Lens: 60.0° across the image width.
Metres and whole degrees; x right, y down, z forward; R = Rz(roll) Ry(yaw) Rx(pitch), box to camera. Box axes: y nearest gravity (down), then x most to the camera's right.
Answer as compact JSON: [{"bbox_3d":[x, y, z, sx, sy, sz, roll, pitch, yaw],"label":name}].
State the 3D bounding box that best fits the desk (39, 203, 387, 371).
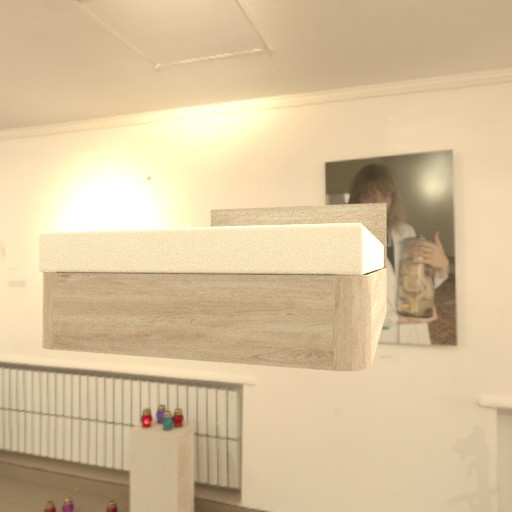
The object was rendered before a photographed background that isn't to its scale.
[{"bbox_3d":[0.000,0.000,2.572,1.400,0.800,1.900,0,-1,18],"label":"desk"}]
